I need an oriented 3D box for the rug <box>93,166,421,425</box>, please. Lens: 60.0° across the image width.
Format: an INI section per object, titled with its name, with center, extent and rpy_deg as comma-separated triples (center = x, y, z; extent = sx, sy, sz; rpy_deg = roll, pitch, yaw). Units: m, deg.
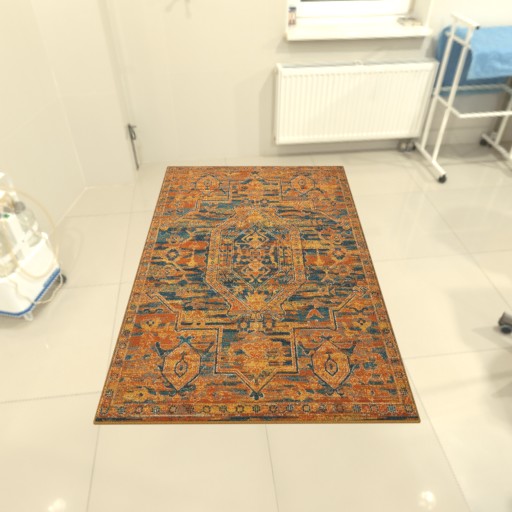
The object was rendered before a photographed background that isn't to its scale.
[rug]
center = 0.000, 0.000, 1.076
extent = 0.557, 0.008, 0.863
rpy_deg = 0, 41, 0
